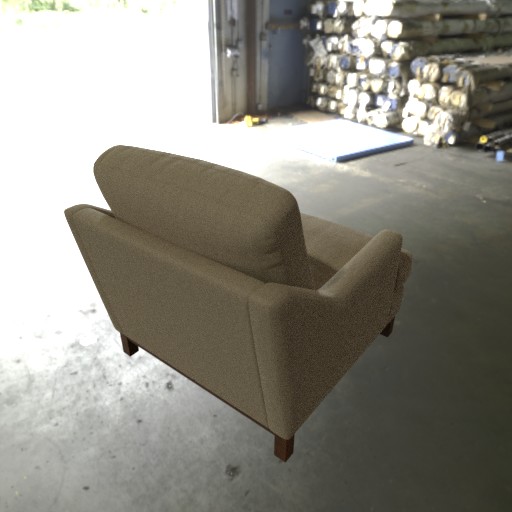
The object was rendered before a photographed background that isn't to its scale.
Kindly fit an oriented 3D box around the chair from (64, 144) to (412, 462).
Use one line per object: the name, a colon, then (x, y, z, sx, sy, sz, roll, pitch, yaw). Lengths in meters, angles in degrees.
chair: (0.000, 0.000, 1.711, 0.912, 0.916, 1.001, 21, 36, 33)
